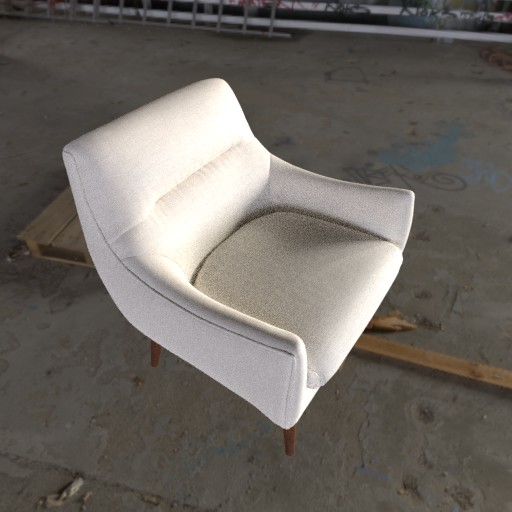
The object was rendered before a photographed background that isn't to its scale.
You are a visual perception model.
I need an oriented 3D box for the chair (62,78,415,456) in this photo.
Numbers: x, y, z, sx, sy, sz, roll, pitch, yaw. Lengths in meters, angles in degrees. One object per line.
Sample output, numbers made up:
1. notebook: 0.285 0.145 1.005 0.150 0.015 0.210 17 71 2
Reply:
1. chair: 0.000 0.000 1.386 0.787 0.838 0.762 24 47 25
